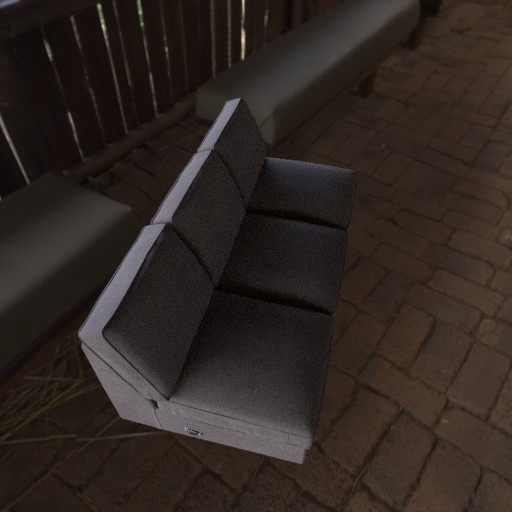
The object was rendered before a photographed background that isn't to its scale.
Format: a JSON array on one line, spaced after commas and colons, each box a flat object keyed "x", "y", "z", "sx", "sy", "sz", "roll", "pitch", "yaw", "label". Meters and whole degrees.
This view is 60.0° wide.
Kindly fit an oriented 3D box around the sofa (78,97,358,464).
[{"x": 0.000, "y": 0.000, "z": 2.578, "sx": 1.027, "sy": 0.973, "sz": 1.962, "roll": 11, "pitch": 48, "yaw": 10, "label": "sofa"}]
